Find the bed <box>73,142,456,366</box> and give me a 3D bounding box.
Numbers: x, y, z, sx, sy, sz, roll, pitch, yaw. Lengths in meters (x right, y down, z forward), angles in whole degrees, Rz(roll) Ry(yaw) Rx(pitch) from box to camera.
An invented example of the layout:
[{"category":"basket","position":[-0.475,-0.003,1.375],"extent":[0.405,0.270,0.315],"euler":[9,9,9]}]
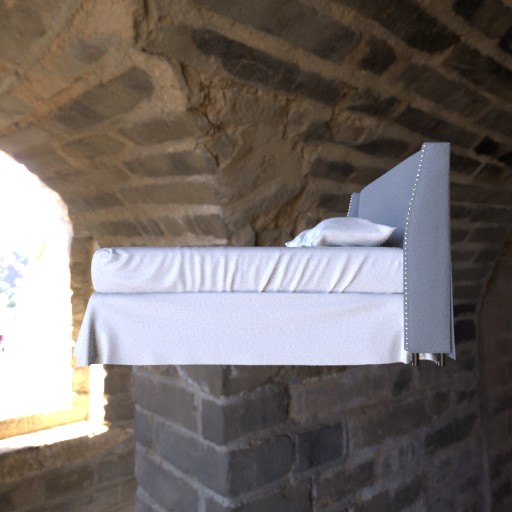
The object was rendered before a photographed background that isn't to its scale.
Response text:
[{"category":"bed","position":[0.000,0.000,3.495],"extent":[2.276,1.332,1.925],"euler":[0,-1,-1]}]
